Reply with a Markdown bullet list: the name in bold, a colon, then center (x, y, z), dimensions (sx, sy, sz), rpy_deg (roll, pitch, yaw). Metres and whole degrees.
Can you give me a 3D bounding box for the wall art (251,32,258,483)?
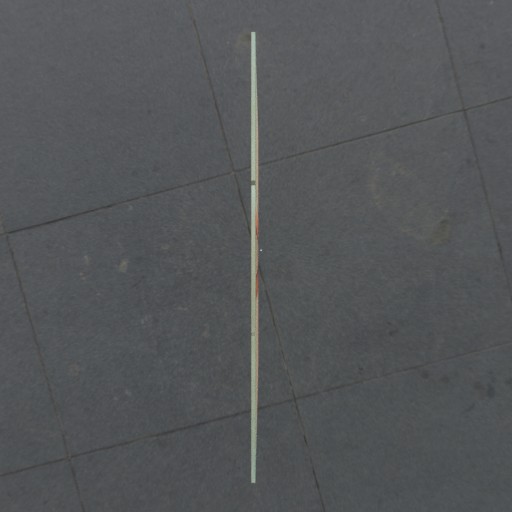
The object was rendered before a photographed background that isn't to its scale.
- **wall art**: center (0.000, 0.000, 2.252), dimensions (0.013, 1.523, 1.517), rpy_deg (0, 91, 1)
